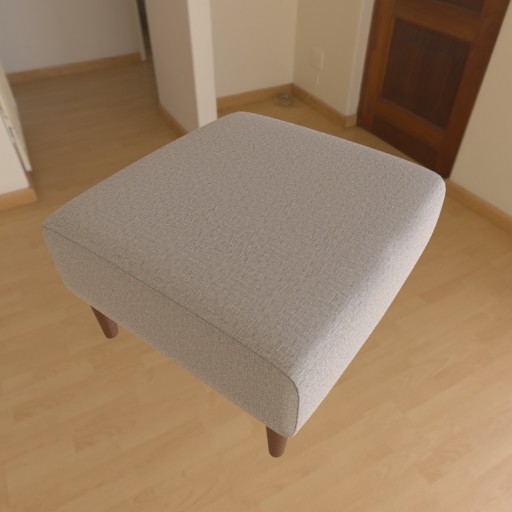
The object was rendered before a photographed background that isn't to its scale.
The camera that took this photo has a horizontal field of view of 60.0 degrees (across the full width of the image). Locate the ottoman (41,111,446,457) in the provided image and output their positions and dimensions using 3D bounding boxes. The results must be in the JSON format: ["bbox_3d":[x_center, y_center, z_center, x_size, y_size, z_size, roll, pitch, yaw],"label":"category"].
[{"bbox_3d":[0.000,0.000,1.050,0.648,0.399,0.655,26,48,26],"label":"ottoman"}]
